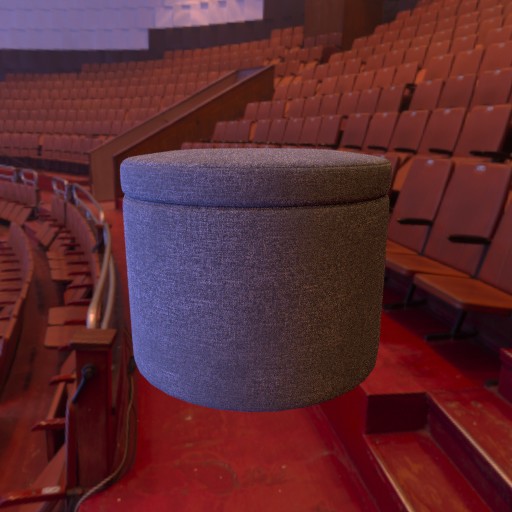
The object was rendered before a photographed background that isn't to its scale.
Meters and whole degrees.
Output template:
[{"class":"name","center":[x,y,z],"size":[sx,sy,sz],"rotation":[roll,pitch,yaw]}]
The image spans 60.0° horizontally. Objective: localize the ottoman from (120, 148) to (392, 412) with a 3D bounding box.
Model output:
[{"class":"ottoman","center":[0.000,0.000,0.892],"size":[0.500,0.419,0.500],"rotation":[0,14,0]}]
